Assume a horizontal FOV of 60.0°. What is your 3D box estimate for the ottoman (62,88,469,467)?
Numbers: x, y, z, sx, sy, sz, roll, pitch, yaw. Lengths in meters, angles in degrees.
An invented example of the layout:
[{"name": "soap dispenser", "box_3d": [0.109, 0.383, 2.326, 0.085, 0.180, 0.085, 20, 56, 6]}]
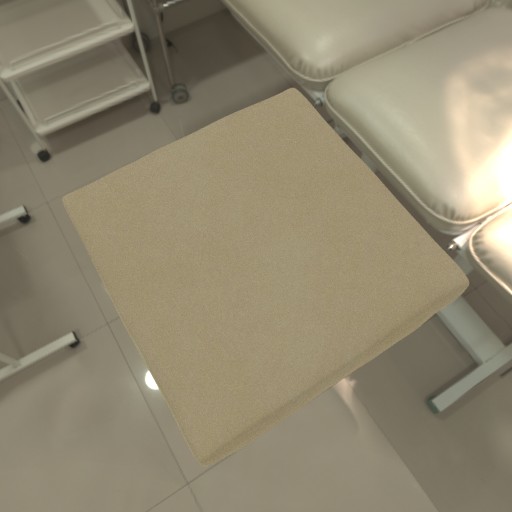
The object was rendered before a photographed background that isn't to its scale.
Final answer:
[{"name": "ottoman", "box_3d": [0.000, 0.000, 1.879, 1.190, 0.522, 1.205, -30, 68, -13]}]
